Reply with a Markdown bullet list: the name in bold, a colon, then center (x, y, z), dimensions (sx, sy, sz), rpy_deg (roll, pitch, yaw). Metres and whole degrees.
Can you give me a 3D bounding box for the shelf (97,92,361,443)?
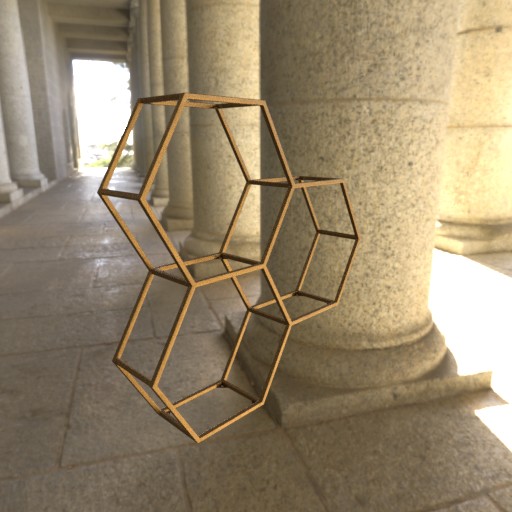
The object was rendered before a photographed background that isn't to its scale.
- **shelf**: center (0.000, 0.000, 1.076), dimensions (0.150, 0.701, 0.708), rpy_deg (14, 20, 43)
